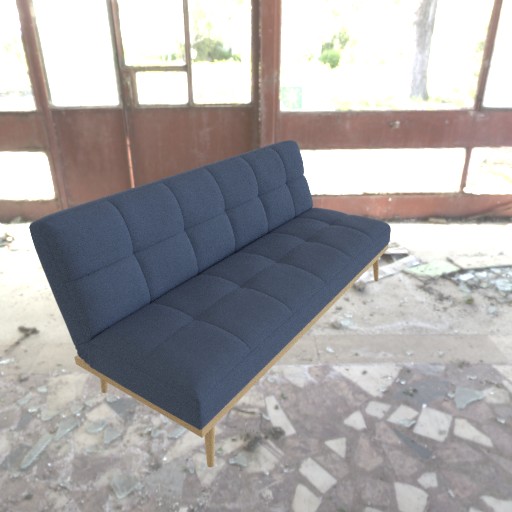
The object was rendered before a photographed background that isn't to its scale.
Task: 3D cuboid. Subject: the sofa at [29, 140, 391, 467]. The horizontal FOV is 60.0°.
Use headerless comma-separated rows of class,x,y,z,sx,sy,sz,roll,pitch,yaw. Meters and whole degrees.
sofa,0.000,0.000,2.196,0.796,0.800,1.800,16,30,30
